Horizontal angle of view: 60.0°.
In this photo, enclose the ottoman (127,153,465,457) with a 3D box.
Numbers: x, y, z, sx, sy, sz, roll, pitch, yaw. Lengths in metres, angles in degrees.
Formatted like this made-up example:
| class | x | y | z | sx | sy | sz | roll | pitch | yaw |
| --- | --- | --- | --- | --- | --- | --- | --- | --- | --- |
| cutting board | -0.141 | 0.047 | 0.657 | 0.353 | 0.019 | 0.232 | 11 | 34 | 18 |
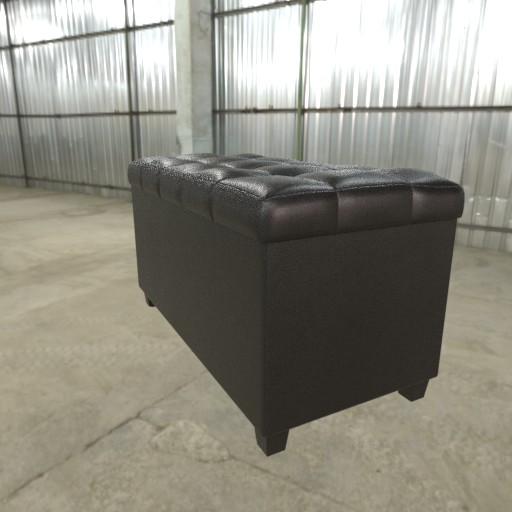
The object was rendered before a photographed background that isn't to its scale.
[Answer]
| class | x | y | z | sx | sy | sz | roll | pitch | yaw |
| --- | --- | --- | --- | --- | --- | --- | --- | --- | --- |
| ottoman | 0.000 | 0.000 | 1.101 | 0.432 | 0.470 | 0.838 | -8 | 18 | -27 |
